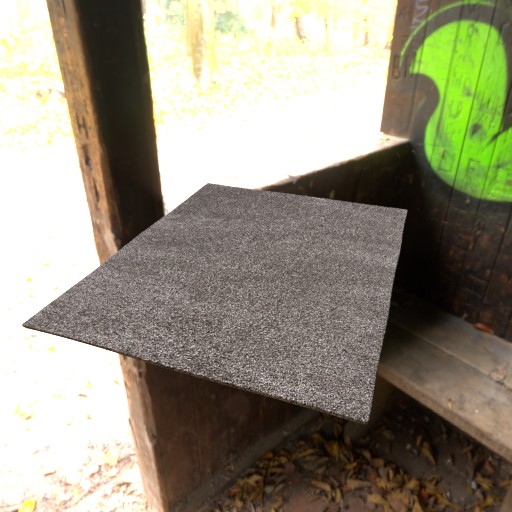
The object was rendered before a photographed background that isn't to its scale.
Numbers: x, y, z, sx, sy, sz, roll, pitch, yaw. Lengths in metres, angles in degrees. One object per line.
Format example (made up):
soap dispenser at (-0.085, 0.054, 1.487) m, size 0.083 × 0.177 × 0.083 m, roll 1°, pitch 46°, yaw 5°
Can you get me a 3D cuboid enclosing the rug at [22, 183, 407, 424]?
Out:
rug at (0.000, 0.000, 3.962) m, size 2.401 × 0.025 × 3.000 m, roll 10°, pitch 31°, yaw 18°
